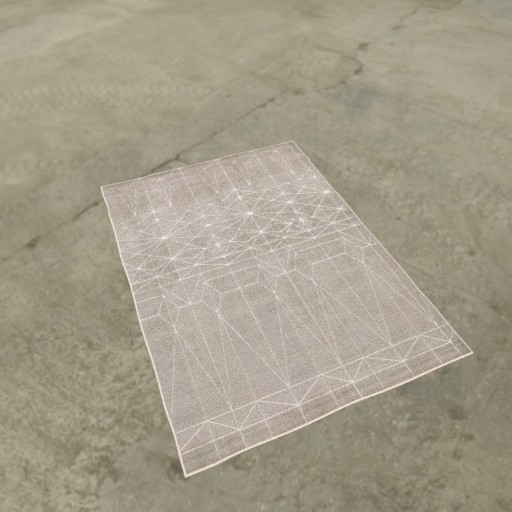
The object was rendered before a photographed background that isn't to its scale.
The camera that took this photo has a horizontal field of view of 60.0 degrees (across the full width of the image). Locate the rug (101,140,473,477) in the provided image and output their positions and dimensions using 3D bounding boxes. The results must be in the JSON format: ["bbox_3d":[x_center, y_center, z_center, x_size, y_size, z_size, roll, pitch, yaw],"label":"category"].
[{"bbox_3d":[0.000,0.000,4.335,2.449,0.019,3.357,-17,50,-15],"label":"rug"}]
